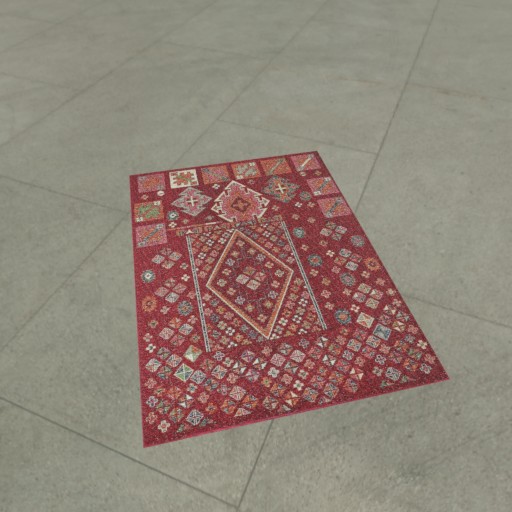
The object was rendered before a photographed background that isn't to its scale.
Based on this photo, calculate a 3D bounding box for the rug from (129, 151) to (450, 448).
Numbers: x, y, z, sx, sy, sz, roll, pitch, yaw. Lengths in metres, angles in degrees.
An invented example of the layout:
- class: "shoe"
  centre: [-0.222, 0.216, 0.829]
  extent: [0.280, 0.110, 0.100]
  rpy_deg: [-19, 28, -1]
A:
- class: "rug"
  centre: [0.000, 0.000, 2.925]
  extent: [1.579, 0.007, 2.184]
  rpy_deg: [-9, 47, -9]
